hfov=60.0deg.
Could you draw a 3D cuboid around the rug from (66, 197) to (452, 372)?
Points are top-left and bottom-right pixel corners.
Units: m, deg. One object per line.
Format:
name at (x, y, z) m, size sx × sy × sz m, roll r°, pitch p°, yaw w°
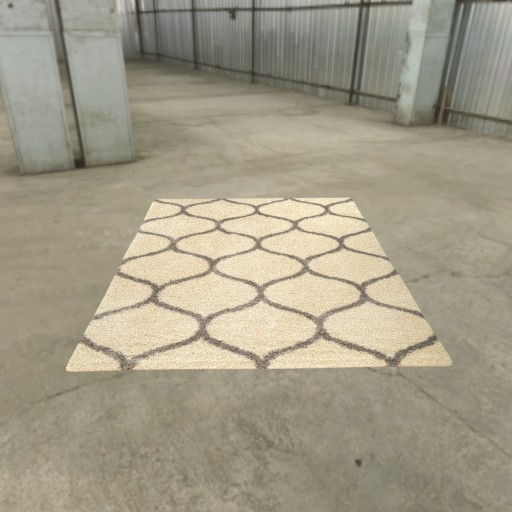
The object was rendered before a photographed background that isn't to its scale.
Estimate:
rug at (0.000, 0.000, 4.051) m, size 2.399 × 0.026 × 3.000 m, roll -1°, pitch 27°, yaw -1°
